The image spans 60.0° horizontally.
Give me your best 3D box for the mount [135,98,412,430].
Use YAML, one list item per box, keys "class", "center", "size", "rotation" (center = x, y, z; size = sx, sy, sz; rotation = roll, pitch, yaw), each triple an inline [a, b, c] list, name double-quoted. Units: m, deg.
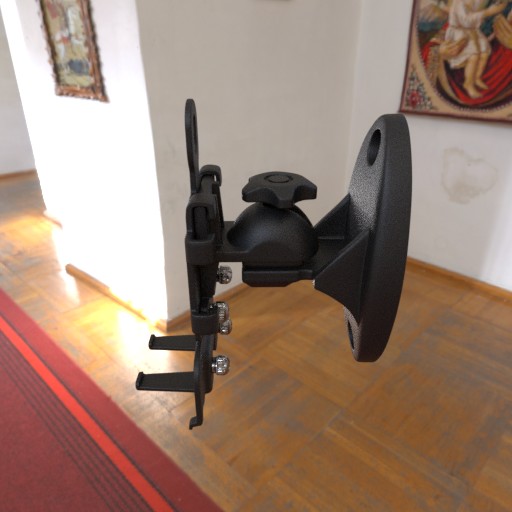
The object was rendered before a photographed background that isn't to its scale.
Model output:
- class: "mount"
  center: [0.000, 0.000, 0.175]
  size: [0.100, 0.118, 0.066]
  rotation: [0, 27, -1]
